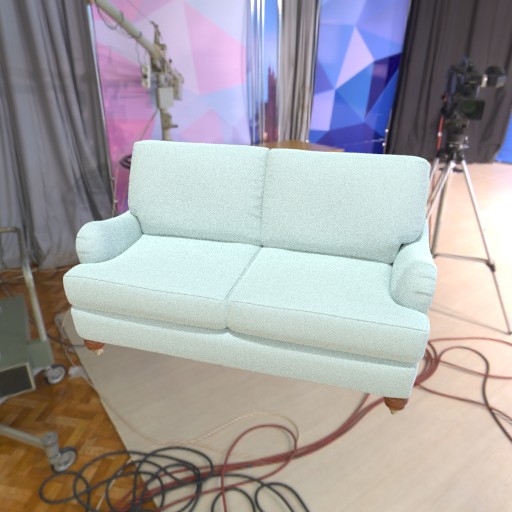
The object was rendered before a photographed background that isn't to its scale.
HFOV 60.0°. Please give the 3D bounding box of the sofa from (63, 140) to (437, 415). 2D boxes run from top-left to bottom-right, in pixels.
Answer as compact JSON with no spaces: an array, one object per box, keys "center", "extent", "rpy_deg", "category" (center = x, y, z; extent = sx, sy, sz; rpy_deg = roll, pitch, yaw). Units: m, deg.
[{"center":[0.000,0.000,2.503],"extent":[1.853,1.101,1.084],"rpy_deg":[7,27,14],"category":"sofa"}]
